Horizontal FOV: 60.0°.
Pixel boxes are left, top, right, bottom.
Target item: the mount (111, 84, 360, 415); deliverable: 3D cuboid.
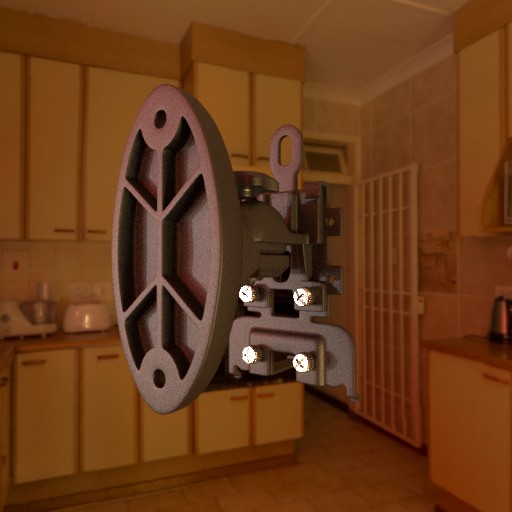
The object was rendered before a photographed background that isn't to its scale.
[{"bbox_3d":[0.000,0.000,0.180,0.066,0.118,0.100,-1,-1,38],"label":"mount"}]
